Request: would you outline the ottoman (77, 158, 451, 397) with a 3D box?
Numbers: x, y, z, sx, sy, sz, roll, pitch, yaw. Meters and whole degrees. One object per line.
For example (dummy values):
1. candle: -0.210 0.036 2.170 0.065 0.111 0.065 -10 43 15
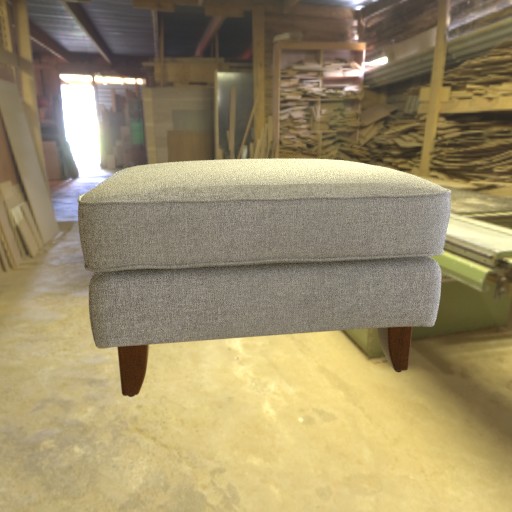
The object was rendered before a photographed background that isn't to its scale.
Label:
1. ottoman: 0.000 0.000 1.340 0.889 0.561 0.661 -3 16 -9
